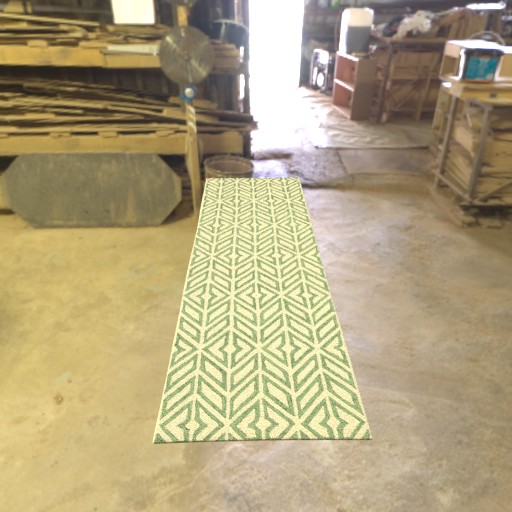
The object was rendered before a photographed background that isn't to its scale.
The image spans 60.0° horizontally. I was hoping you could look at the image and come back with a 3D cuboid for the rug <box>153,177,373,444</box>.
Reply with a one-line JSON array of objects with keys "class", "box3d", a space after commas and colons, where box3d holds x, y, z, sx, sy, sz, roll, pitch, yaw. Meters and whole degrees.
[{"class": "rug", "box3d": [0.000, 0.000, 2.545, 0.750, 0.009, 2.435, -1, 31, -1]}]
